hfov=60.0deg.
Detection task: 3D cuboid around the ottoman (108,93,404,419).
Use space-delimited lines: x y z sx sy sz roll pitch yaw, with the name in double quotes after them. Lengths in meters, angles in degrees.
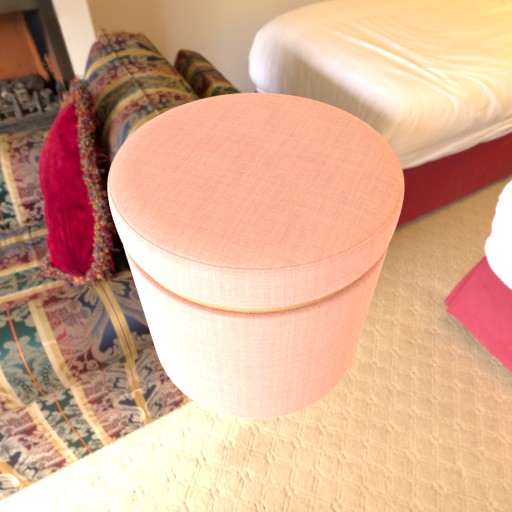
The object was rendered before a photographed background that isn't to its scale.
0.000 0.000 0.738 0.400 0.406 0.400 0 47 0 "ottoman"
